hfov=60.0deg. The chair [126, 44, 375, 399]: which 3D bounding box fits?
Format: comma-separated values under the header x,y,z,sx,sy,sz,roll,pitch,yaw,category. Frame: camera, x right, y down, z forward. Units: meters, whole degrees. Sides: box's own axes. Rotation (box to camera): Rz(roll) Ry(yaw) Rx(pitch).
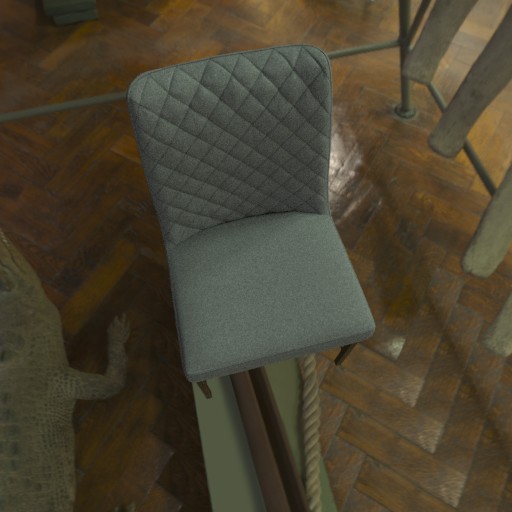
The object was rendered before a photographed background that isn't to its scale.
x,y,z,sx,sy,sz,roll,pitch,yaw,category
0.000,0.000,1.242,0.508,0.889,0.587,-13,65,-6,chair
